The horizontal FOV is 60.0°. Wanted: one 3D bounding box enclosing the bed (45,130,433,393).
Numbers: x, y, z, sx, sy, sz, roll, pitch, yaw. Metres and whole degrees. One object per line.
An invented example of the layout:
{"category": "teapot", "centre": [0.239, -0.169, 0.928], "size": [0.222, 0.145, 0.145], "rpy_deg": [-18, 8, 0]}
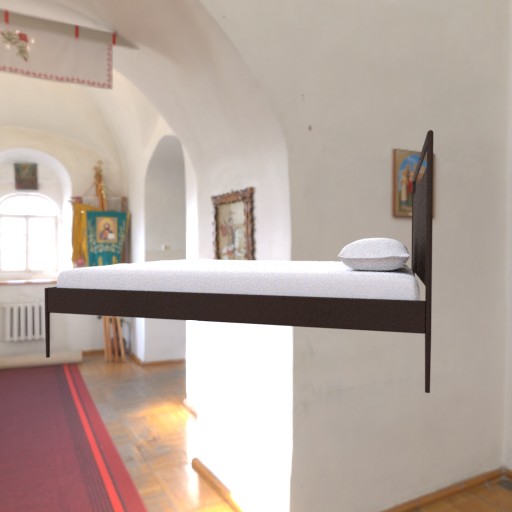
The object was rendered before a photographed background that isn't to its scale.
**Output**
{"category": "bed", "centre": [0.000, 0.000, 3.032], "size": [2.122, 1.173, 1.572], "rpy_deg": [1, 2, 17]}
